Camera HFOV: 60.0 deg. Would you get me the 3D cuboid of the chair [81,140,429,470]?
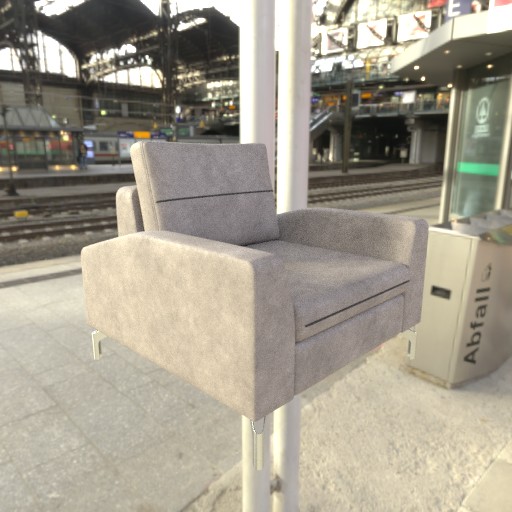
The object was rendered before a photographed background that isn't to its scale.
[{"bbox_3d":[0.000,0.000,1.589,0.900,0.800,0.900,13,18,43],"label":"chair"}]
